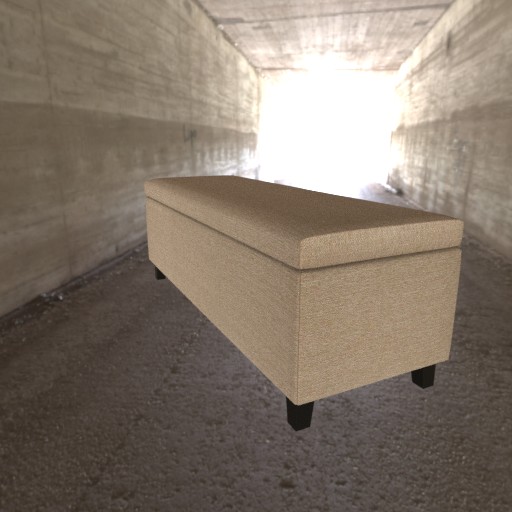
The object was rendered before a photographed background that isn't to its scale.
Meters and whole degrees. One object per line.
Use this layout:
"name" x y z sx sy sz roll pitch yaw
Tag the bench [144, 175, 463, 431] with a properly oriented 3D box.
"bench" 0.000 0.000 1.483 0.446 0.438 1.269 -7 17 -26
